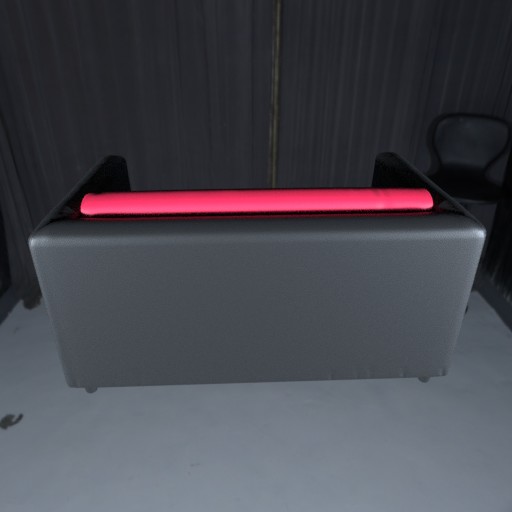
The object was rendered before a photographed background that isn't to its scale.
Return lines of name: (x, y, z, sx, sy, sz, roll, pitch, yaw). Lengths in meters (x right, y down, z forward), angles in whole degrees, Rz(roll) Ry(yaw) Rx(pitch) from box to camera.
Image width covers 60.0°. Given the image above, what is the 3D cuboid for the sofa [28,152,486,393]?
sofa: (0.000, 0.000, 1.847, 1.410, 0.735, 0.845, -1, 29, -2)
